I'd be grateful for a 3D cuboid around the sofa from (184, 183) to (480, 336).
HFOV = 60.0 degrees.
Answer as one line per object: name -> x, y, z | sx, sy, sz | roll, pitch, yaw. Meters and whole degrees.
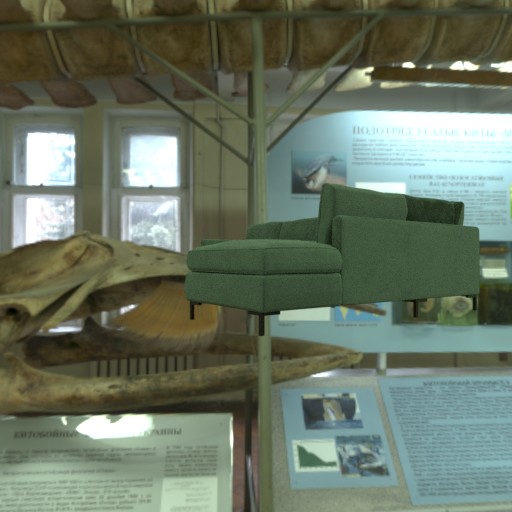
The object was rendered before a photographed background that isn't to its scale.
sofa -> 0.000, 0.000, 3.255 | 1.707, 0.687, 2.486 | 0, -1, -35
